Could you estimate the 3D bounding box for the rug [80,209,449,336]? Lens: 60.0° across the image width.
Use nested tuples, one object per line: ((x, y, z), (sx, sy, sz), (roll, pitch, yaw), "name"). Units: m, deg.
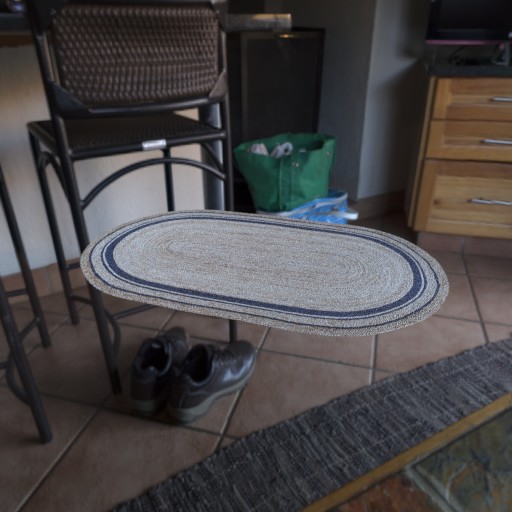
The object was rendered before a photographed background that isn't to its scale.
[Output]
((0.000, 0.000, 2.999), (2.432, 0.006, 1.520), (8, 27, 16), "rug")
